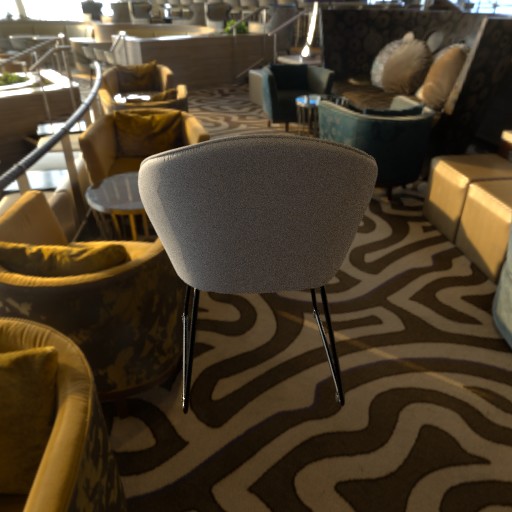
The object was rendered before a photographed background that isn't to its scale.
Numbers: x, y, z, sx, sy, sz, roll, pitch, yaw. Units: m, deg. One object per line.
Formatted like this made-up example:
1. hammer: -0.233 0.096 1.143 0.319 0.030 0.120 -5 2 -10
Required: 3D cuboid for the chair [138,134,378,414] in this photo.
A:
1. chair: 0.000 0.000 1.208 0.570 0.817 0.592 -2 31 -4
